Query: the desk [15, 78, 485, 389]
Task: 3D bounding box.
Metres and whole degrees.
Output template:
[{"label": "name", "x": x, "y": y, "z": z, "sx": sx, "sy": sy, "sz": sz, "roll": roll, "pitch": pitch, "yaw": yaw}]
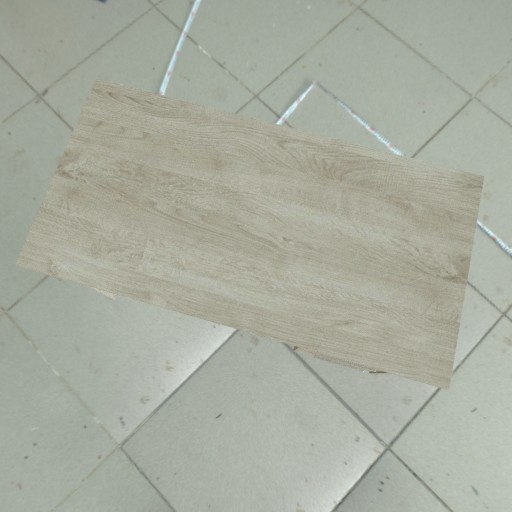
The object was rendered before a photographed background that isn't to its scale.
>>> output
[{"label": "desk", "x": 0.000, "y": 0.000, "z": 1.490, "sx": 1.096, "sy": 0.730, "sz": 0.560, "roll": 15, "pitch": 76, "yaw": 4}]
